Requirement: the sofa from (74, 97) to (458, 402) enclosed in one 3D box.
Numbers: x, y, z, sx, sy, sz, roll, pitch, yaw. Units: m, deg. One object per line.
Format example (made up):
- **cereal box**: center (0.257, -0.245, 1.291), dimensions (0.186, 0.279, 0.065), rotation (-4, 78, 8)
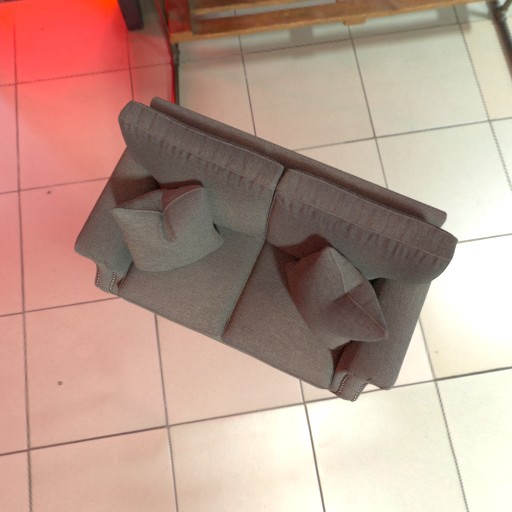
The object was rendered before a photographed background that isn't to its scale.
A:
- **sofa**: center (0.000, 0.000, 2.302), dimensions (1.701, 0.966, 0.966), rotation (23, 78, 5)
